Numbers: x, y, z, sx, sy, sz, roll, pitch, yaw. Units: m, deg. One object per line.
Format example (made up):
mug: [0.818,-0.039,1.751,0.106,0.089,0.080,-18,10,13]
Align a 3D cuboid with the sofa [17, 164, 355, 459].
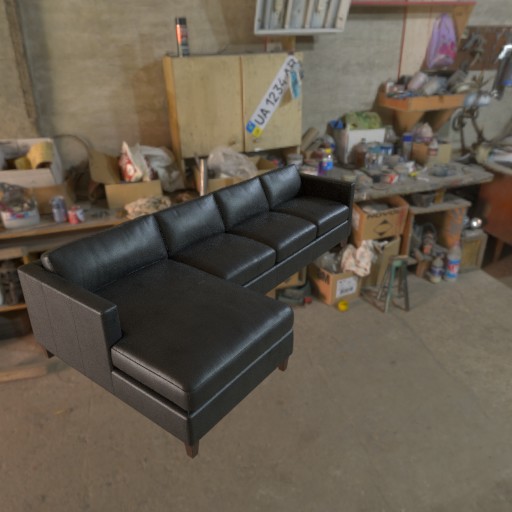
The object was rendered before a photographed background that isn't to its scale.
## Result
sofa: [0.000,0.000,3.786,1.581,0.883,3.203,18,31,33]
